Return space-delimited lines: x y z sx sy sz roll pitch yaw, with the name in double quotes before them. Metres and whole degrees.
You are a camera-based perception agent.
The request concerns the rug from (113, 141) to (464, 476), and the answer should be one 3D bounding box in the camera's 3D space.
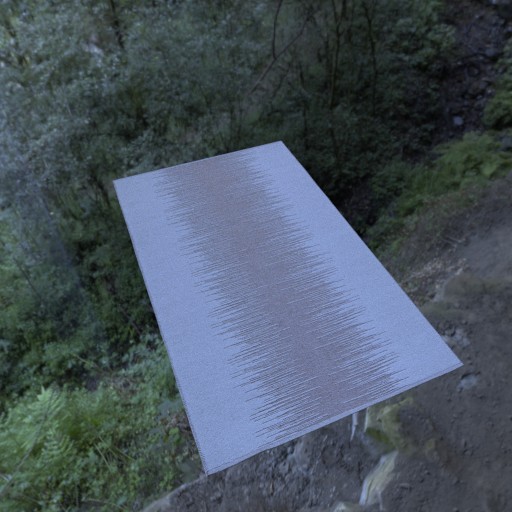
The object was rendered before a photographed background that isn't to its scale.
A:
"rug" 0.000 0.000 3.051 1.522 0.012 2.440 -17 50 -15
